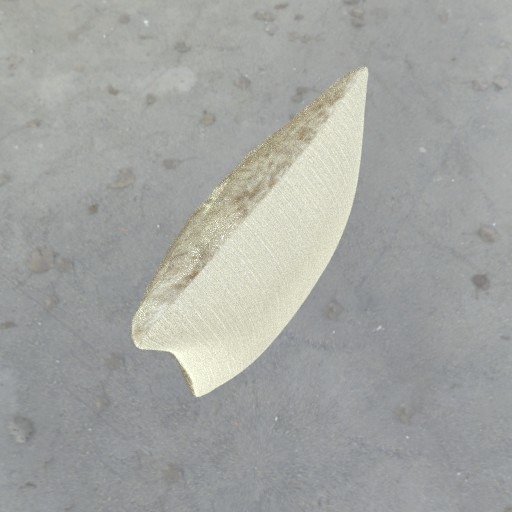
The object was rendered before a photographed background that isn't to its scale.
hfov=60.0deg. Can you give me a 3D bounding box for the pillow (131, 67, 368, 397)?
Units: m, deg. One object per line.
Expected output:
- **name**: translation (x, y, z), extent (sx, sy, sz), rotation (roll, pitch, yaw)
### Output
- **pillow**: translation (0.000, 0.000, 0.819), extent (0.216, 0.525, 0.538), rotation (34, 69, 15)
